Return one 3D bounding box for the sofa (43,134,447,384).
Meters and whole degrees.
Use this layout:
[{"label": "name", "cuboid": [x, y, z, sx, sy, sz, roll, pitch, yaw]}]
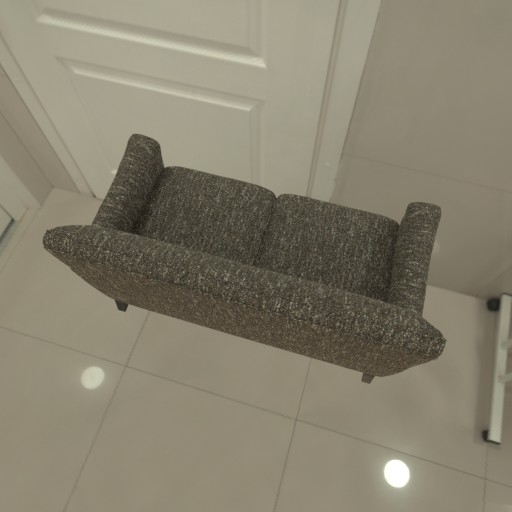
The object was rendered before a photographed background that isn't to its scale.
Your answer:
[{"label": "sofa", "cuboid": [0.000, 0.000, 2.060, 1.519, 0.946, 0.801, 15, 64, 7]}]
